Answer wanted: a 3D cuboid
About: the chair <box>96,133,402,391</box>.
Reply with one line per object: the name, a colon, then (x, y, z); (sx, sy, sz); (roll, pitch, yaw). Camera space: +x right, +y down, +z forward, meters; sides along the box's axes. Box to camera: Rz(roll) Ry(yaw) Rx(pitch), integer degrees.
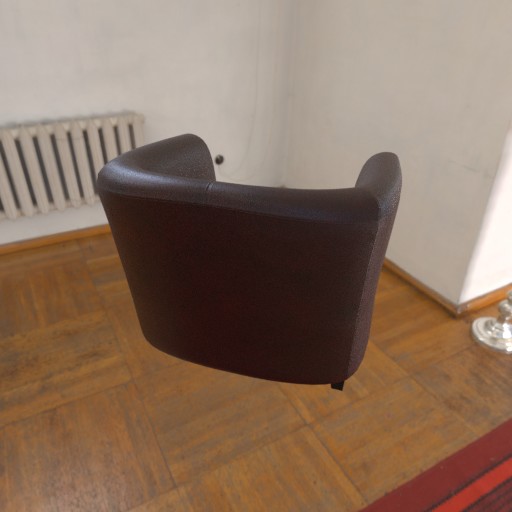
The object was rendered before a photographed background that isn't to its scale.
chair: (0.000, 0.000, 1.393); (0.792, 0.756, 0.727); (9, 33, 14)
